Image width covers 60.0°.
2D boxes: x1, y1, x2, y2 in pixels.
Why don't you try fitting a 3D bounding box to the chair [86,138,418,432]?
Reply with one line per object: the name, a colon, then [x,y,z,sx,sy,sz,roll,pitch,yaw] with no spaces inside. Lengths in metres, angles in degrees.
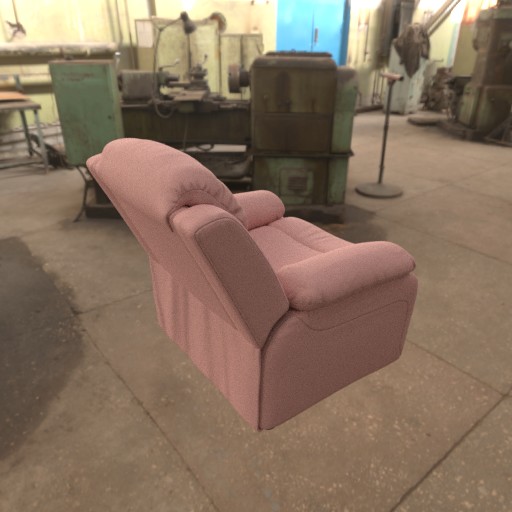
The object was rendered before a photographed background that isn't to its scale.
chair: [0.000,0.000,1.266,0.709,0.702,0.680,-18,32,-32]
